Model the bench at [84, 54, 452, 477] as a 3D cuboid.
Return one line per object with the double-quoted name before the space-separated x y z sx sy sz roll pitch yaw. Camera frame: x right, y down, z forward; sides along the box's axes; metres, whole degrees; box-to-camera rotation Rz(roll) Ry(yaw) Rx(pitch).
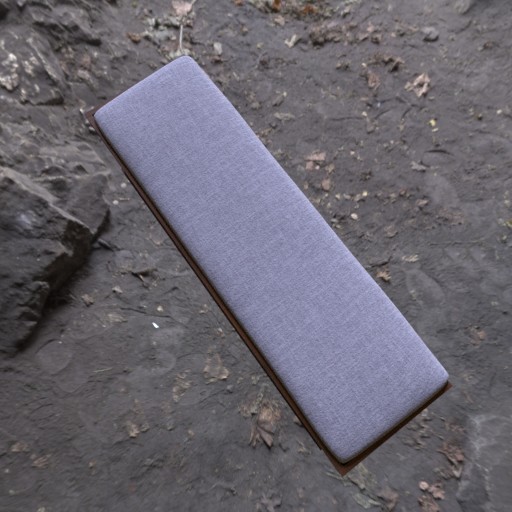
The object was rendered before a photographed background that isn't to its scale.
"bench" 0.000 0.000 1.388 0.367 0.468 1.196 -35 78 -9
